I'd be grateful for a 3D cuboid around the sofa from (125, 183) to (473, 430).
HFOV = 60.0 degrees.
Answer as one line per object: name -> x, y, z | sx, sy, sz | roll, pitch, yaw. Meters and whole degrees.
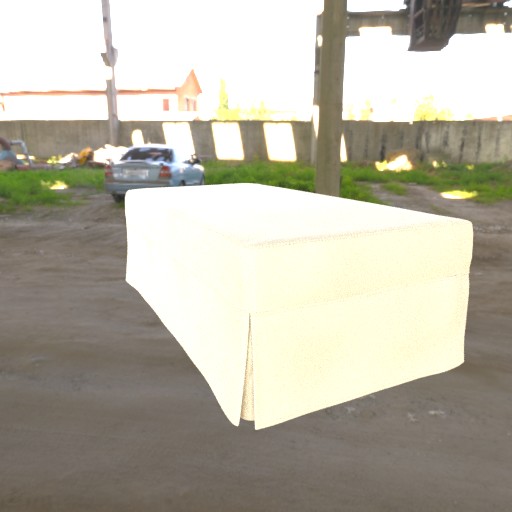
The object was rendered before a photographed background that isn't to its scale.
sofa -> 0.000, 0.000, 2.081 | 0.939, 0.552, 1.677 | -7, 16, -26
